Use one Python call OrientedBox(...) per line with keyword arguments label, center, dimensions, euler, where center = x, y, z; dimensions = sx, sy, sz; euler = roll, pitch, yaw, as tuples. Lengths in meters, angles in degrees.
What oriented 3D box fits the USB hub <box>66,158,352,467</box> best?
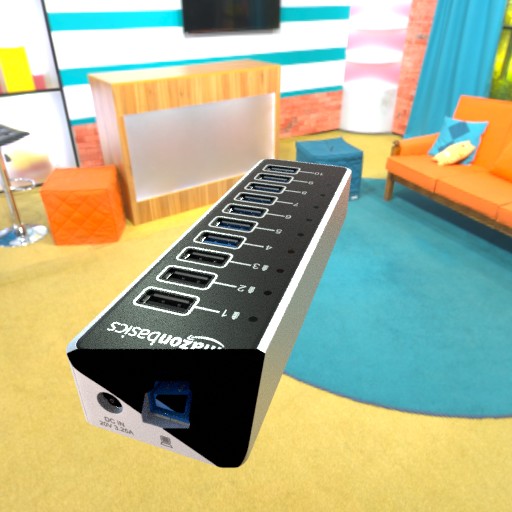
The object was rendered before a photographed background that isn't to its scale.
OrientedBox(label="USB hub", center=(0.000, 0.000, 0.157), dimensions=(0.044, 0.023, 0.145), euler=(10, 32, 17))
